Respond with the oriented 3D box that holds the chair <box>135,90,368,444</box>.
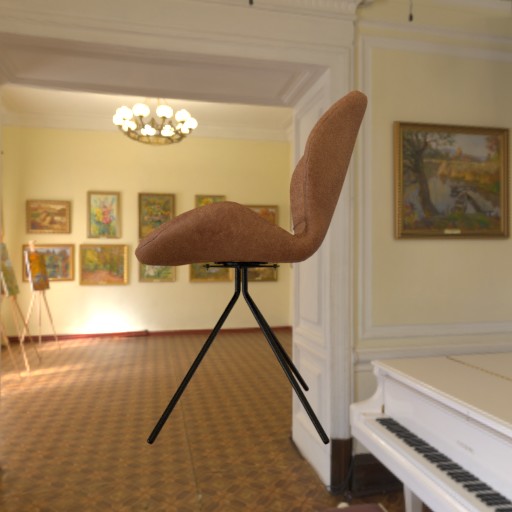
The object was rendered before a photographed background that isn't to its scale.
[{"bbox_3d":[0.000,0.000,1.308,0.640,0.929,0.527,0,0,0],"label":"chair"}]
